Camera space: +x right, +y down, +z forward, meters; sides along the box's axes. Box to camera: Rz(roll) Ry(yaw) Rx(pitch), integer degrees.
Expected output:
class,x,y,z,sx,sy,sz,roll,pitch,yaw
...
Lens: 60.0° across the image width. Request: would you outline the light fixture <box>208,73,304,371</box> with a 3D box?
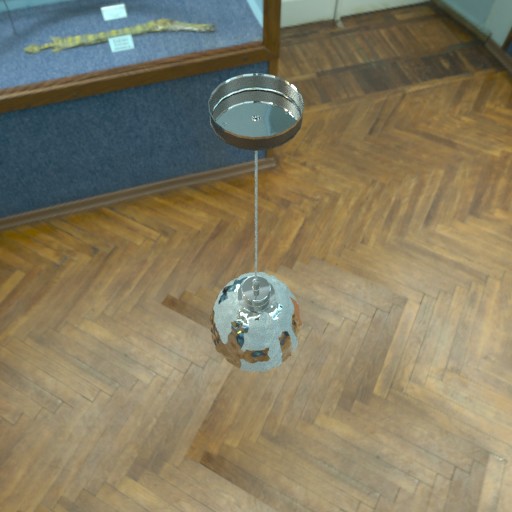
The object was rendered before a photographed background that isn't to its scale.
class,x,y,z,sx,sy,sz,roll,pitch,yaw
light fixture,0.000,0.000,1.806,0.496,1.511,0.500,-13,59,-8
